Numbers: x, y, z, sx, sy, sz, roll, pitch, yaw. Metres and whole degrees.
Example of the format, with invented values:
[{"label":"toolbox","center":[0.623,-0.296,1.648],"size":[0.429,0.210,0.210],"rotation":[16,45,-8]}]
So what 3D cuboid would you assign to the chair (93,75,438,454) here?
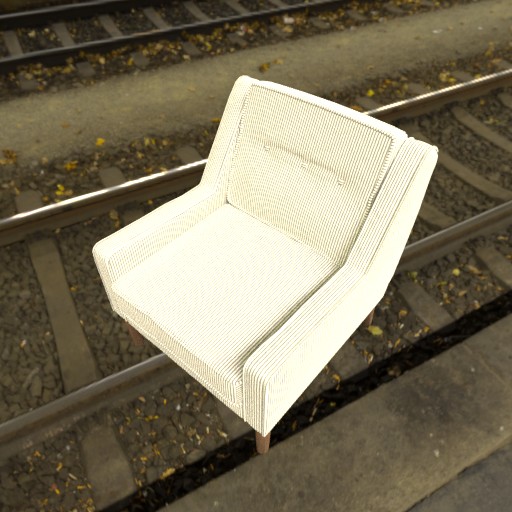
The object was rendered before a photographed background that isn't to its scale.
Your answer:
[{"label":"chair","center":[0.000,0.000,1.356],"size":[0.663,0.792,0.743],"rotation":[31,53,27]}]
